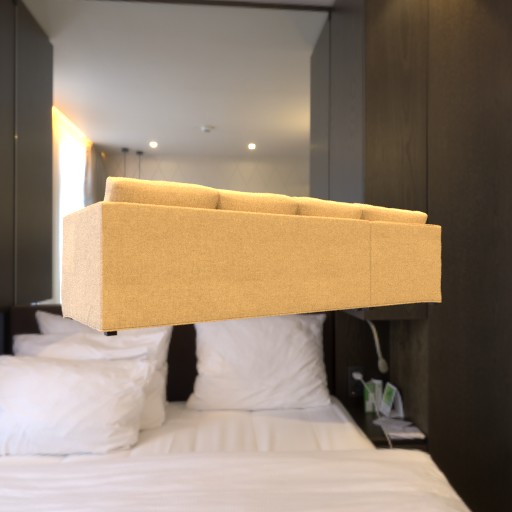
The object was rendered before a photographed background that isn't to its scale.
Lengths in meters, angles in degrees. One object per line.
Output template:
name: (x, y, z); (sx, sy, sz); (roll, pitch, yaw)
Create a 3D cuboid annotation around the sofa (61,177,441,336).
sofa: (0.000, 0.000, 3.939); (3.205, 0.922, 1.650); (0, 0, -35)
